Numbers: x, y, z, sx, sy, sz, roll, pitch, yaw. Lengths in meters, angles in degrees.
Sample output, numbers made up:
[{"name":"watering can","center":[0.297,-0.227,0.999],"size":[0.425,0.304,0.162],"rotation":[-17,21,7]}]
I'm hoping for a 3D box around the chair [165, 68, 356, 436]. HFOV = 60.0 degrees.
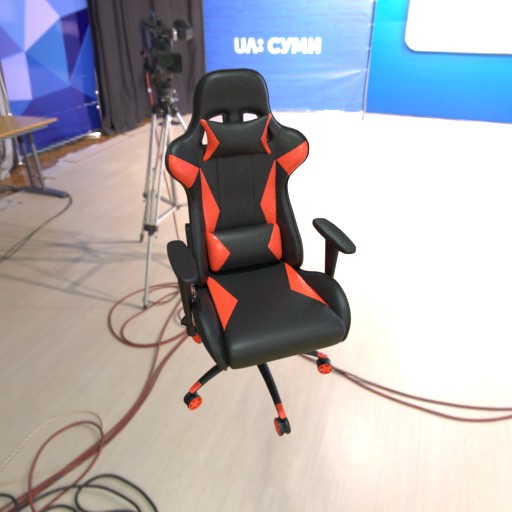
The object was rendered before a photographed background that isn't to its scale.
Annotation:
[{"name":"chair","center":[0.000,0.000,1.718],"size":[0.695,1.282,0.730],"rotation":[-10,32,-16]}]
